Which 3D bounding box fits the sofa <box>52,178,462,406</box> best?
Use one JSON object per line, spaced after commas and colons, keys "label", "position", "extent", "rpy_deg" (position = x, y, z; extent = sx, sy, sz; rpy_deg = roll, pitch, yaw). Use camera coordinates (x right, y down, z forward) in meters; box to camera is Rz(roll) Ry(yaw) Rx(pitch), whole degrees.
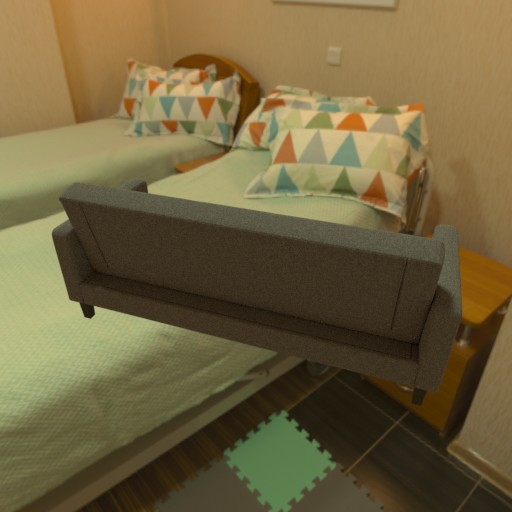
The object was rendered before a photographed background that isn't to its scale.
{"label": "sofa", "position": [0.000, 0.000, 2.441], "extent": [2.040, 0.850, 0.810], "rpy_deg": [11, 34, 17]}
